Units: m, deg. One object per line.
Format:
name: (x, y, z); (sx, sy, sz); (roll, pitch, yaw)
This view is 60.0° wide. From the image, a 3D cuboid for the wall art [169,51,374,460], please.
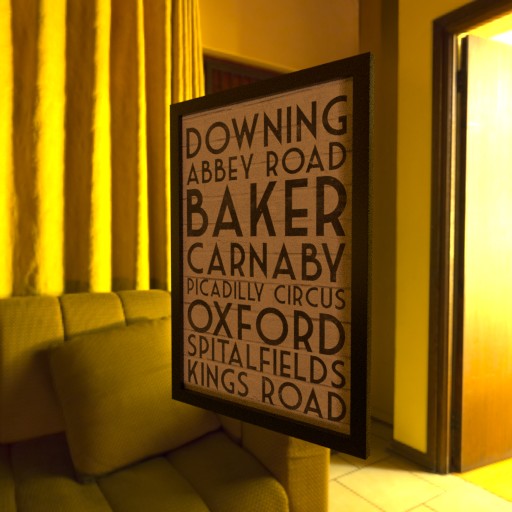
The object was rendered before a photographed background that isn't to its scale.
wall art: (0.000, 0.000, 0.564); (0.304, 0.432, 0.013); (2, 3, 37)
